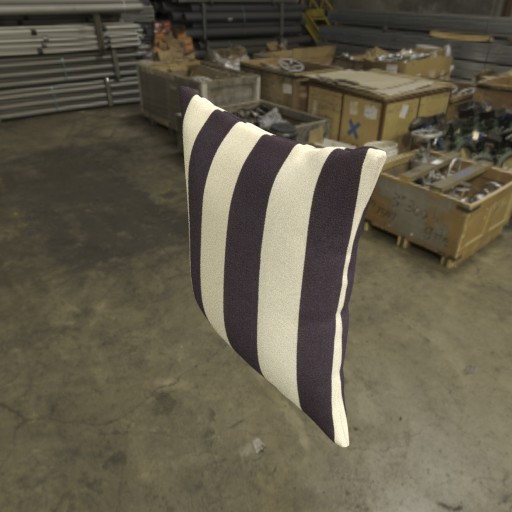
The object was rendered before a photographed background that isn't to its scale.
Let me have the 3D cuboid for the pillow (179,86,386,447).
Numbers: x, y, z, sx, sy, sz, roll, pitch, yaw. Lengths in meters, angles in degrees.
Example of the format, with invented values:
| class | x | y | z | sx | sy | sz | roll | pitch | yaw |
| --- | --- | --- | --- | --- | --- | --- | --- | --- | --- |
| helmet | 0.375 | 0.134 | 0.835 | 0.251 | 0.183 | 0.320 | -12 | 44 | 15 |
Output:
| class | x | y | z | sx | sy | sz | roll | pitch | yaw |
| --- | --- | --- | --- | --- | --- | --- | --- | --- | --- |
| pillow | 0.000 | 0.000 | 0.823 | 0.189 | 0.526 | 0.536 | -20 | 37 | -30 |
